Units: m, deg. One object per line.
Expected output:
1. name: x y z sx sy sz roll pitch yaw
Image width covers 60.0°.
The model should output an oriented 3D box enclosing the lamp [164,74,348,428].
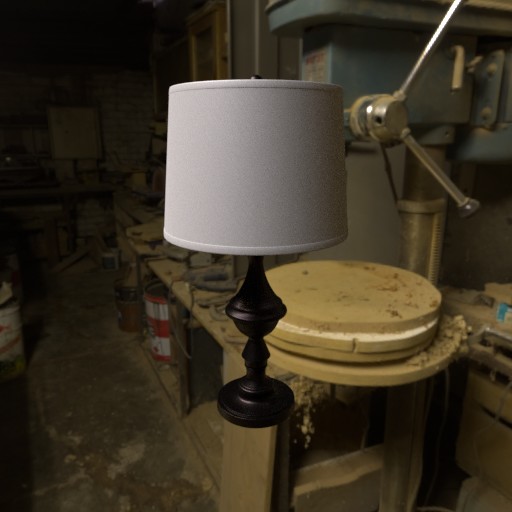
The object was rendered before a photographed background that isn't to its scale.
1. lamp: 0.000 0.000 0.953 0.383 0.726 0.383 0 15 0
